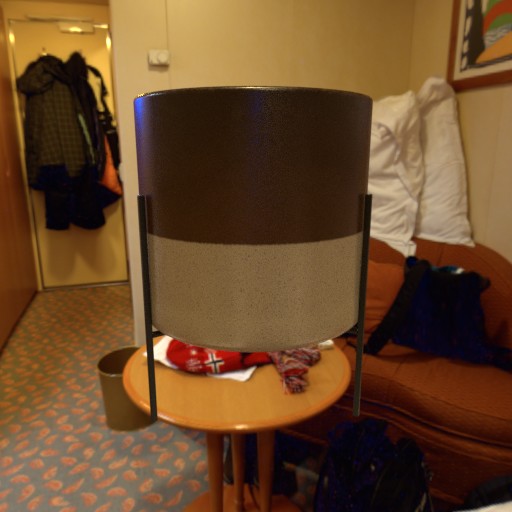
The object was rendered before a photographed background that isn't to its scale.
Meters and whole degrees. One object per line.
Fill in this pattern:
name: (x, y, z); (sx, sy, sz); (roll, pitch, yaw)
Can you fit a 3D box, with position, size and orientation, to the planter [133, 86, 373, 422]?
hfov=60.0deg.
planter: (0.000, 0.000, 0.703); (0.354, 0.465, 0.345); (7, 15, 27)
